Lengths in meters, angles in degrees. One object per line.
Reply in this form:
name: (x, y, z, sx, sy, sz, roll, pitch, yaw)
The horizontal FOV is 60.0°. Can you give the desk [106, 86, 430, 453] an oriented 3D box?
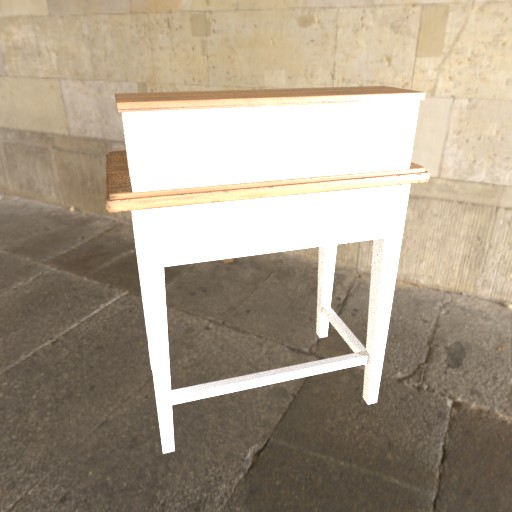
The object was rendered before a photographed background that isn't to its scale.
desk: (0.000, 0.000, 1.379, 0.814, 0.981, 0.462, -7, 27, -15)
